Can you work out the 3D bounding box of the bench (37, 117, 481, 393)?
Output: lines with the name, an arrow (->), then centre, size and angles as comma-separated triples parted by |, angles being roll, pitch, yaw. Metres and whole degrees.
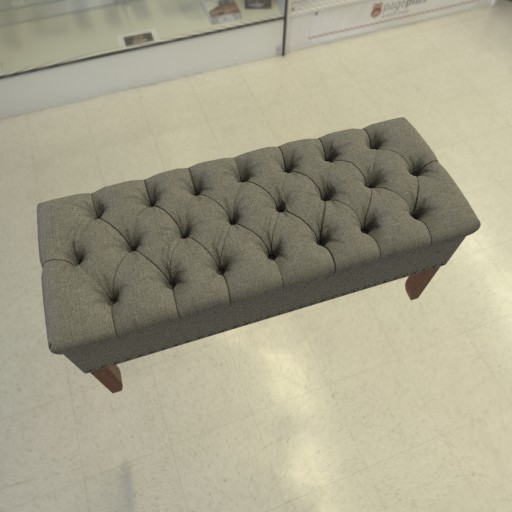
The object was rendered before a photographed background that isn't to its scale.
bench -> 0.000, 0.000, 1.285 | 1.052, 0.470, 0.417 | -15, 60, -9
